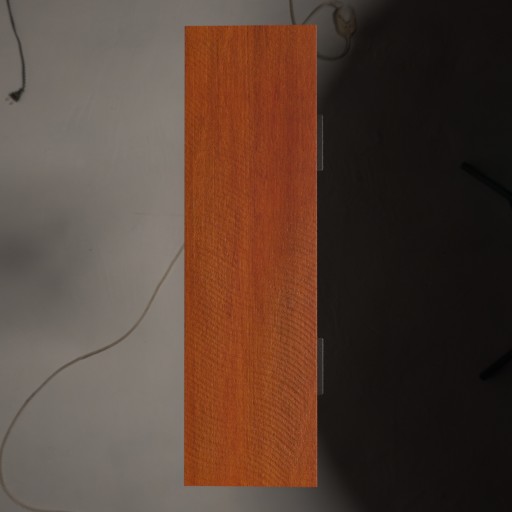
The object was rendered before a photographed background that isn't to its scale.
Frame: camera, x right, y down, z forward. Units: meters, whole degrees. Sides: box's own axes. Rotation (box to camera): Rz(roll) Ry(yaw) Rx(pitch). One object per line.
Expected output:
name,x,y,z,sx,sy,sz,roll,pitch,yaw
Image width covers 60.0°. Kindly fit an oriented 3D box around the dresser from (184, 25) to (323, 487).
dresser,0.000,0.000,1.878,0.464,0.810,1.536,0,90,1
